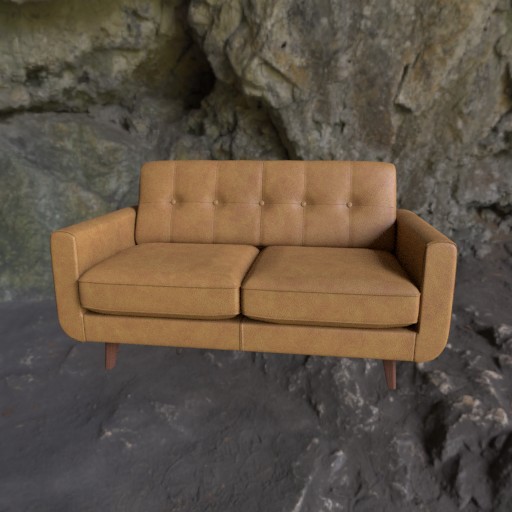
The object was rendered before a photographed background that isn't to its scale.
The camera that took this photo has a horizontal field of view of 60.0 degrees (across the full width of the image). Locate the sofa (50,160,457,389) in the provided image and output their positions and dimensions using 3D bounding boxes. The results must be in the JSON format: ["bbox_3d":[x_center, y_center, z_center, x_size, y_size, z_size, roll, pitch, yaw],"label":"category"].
[{"bbox_3d":[0.000,0.000,2.222,1.651,0.925,0.952,2,13,8],"label":"sofa"}]
